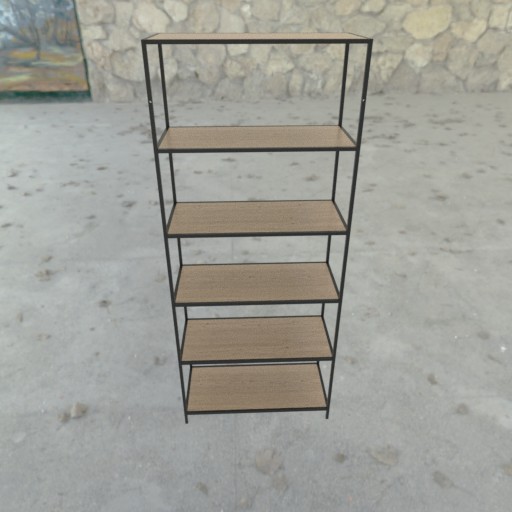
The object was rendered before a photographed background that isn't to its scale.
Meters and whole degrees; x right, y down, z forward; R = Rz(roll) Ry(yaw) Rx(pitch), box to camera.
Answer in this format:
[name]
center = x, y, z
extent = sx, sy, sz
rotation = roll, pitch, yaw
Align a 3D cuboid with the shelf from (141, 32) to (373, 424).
[shelf]
center = 0.000, 0.000, 2.076
extent = 0.770, 1.850, 0.350
rotation = -1, 30, -2
